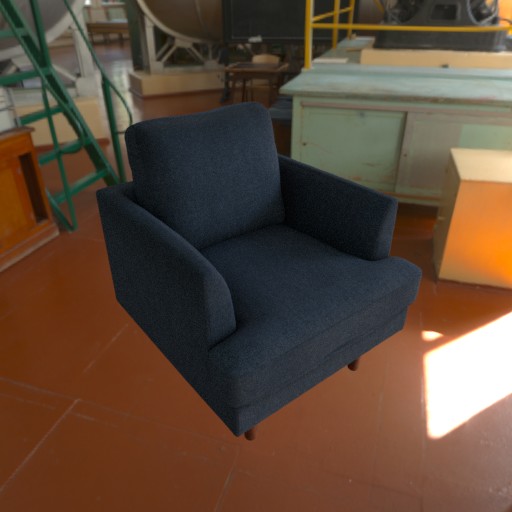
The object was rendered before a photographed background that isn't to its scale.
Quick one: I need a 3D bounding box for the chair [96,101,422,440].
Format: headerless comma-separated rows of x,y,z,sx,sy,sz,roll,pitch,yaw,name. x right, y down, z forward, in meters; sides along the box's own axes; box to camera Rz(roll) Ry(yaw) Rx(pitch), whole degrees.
0.000,0.000,1.649,0.858,0.957,0.899,-22,37,-32,chair
